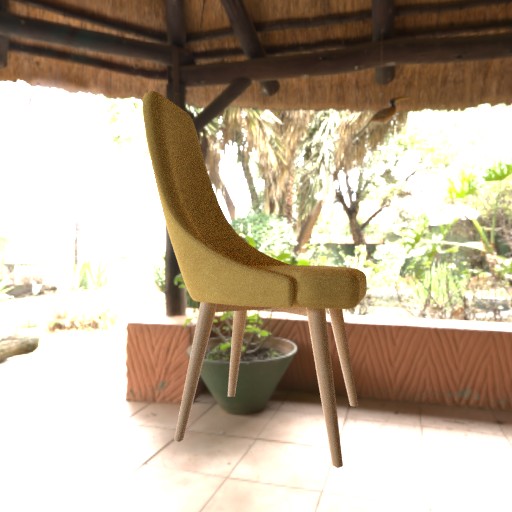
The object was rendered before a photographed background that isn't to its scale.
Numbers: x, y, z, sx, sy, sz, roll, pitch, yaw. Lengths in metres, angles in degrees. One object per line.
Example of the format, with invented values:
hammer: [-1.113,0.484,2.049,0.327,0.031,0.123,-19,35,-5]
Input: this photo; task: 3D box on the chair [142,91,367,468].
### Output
chair: [0.000,0.000,1.395,0.660,1.040,0.510,0,-1,17]
